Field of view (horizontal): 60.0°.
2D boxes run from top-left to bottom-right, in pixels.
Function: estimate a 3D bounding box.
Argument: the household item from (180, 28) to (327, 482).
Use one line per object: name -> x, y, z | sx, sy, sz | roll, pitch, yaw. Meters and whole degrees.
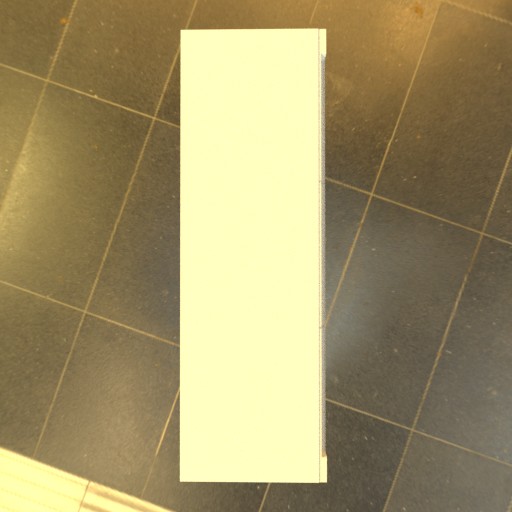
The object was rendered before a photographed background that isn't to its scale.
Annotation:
household item -> 0.000, 0.000, 1.705 | 0.420, 0.867, 1.300 | 0, 89, 1
